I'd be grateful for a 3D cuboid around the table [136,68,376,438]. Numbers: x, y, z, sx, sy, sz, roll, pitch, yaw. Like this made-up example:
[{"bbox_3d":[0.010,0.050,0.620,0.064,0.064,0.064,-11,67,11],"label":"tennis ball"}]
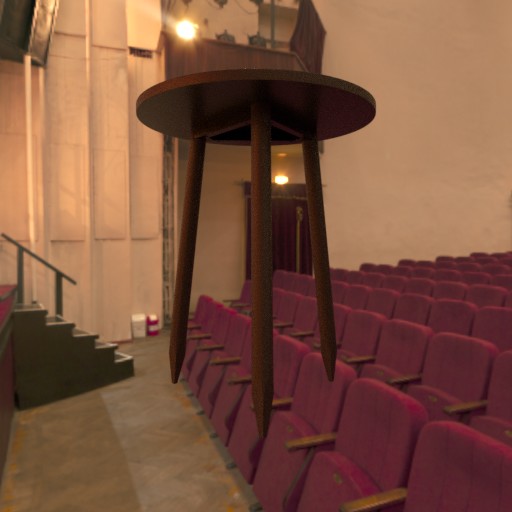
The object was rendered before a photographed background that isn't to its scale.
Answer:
[{"bbox_3d":[0.000,0.000,0.885,0.457,0.585,0.457,0,2,0],"label":"table"}]
